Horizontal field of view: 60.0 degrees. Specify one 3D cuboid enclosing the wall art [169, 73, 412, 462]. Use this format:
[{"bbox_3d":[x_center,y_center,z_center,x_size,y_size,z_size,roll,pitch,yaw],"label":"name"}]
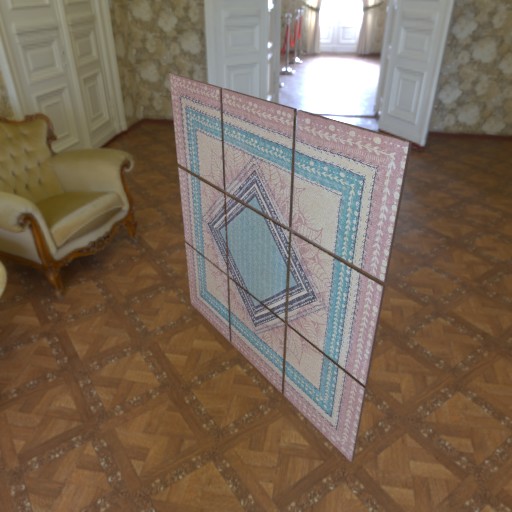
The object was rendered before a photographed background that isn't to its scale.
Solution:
[{"bbox_3d":[0.000,0.000,2.222,0.014,1.525,1.527,-21,37,-31],"label":"wall art"}]
